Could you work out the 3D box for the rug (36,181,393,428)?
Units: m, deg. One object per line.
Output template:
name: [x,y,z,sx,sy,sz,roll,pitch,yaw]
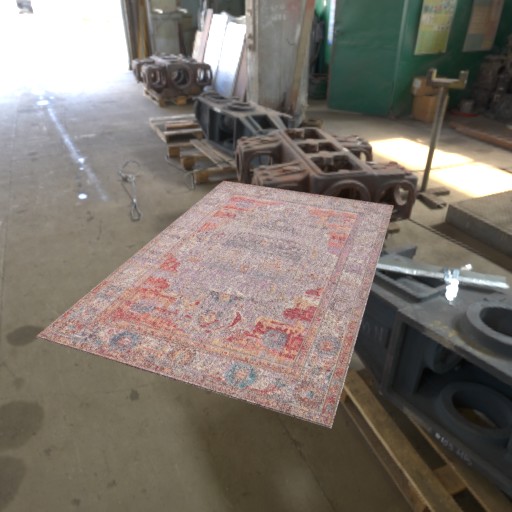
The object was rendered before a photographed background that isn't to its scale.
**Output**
rug: [0.000,0.000,2.342,1.219,0.005,1.829,11,33,18]
